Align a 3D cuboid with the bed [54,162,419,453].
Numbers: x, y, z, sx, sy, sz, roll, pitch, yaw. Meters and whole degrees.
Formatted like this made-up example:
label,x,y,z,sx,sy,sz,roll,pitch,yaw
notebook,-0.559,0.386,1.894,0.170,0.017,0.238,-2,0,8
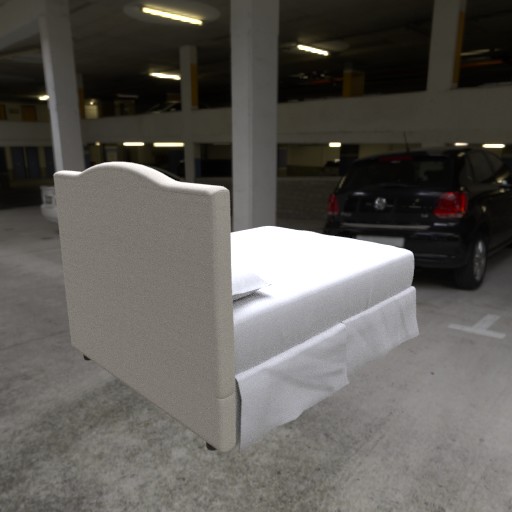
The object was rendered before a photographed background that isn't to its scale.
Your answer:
label,x,y,z,sx,sy,sz,roll,pitch,yaw
bed,0.000,0.000,3.335,1.741,1.449,2.196,14,20,42
